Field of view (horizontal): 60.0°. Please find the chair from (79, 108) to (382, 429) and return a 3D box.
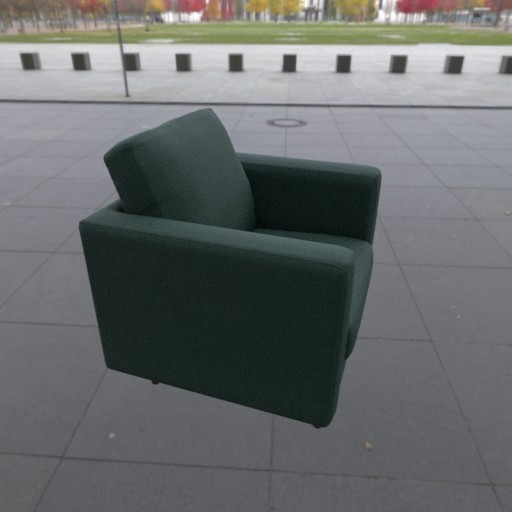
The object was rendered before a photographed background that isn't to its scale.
[{"bbox_3d":[0.000,0.000,1.592,0.800,0.927,0.855,9,30,17],"label":"chair"}]
